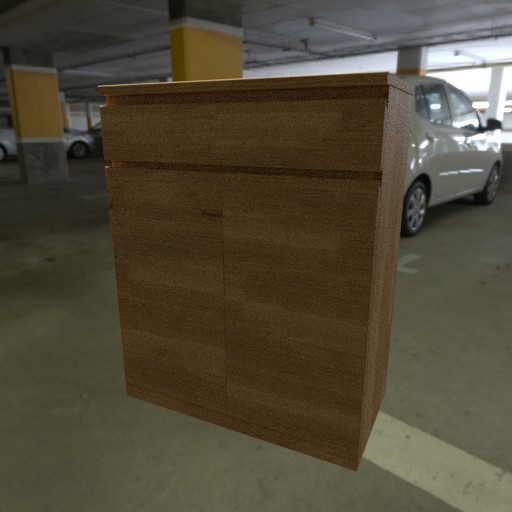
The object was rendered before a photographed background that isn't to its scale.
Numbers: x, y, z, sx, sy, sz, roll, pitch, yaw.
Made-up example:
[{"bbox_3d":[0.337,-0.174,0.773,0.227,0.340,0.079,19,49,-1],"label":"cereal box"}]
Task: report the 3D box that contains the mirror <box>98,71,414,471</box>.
[{"bbox_3d":[0.000,0.000,1.391,0.800,1.000,0.400,8,18,25],"label":"mirror"}]
